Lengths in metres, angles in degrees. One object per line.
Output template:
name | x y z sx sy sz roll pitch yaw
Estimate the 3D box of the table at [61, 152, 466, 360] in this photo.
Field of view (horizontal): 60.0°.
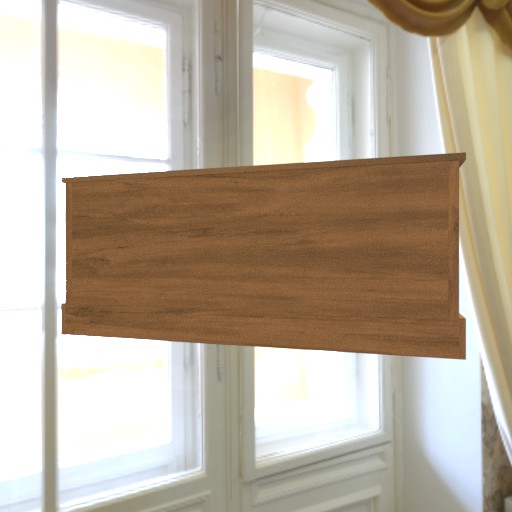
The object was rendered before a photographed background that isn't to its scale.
table | 0.000 0.000 1.455 1.200 0.510 0.400 0 0 17
